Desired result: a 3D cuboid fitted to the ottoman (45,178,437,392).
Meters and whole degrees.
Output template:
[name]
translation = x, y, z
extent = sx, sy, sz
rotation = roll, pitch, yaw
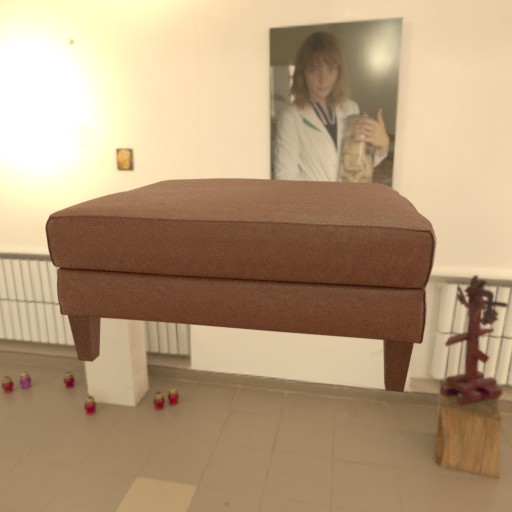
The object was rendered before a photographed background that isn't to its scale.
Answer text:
[ottoman]
translation = 0.000, 0.000, 1.488
extent = 0.987, 0.472, 0.836
rotation = 3, 15, 10
